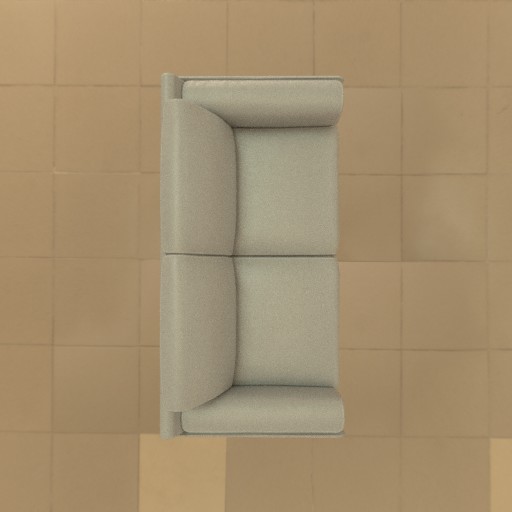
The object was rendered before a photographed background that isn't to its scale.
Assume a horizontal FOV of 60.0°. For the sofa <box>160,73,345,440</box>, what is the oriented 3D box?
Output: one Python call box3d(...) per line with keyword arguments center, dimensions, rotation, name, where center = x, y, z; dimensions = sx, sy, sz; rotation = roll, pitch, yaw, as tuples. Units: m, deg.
box3d(center=(0.000, 0.000, 2.680), dimensions=(1.049, 0.930, 2.101), rotation=(0, 89, 1), name="sofa")
